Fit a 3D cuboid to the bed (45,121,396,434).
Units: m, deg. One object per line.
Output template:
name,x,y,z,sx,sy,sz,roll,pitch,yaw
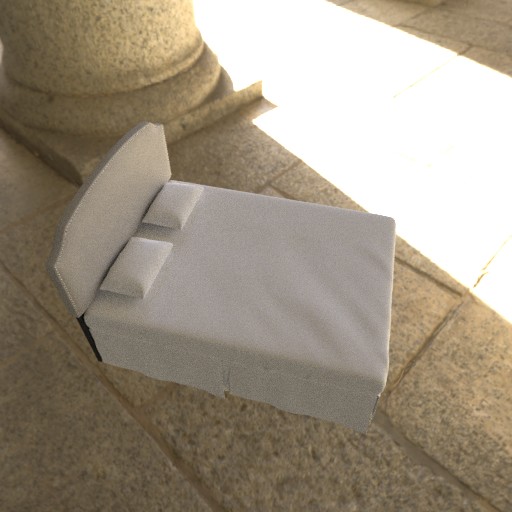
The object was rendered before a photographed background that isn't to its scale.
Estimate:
bed,0.000,0.000,3.070,1.999,1.270,1.558,11,48,10
